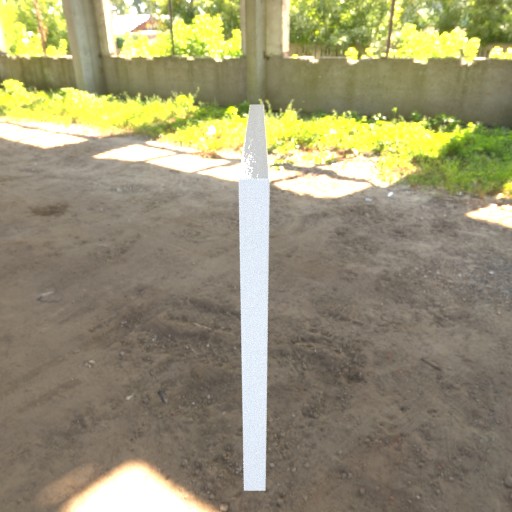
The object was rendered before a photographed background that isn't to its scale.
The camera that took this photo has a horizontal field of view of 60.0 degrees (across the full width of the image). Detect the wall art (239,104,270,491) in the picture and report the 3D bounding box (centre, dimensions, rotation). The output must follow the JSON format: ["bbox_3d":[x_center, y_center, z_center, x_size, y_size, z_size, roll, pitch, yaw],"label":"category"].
[{"bbox_3d":[0.000,0.000,1.395,0.053,0.787,1.041,0,25,0],"label":"wall art"}]
